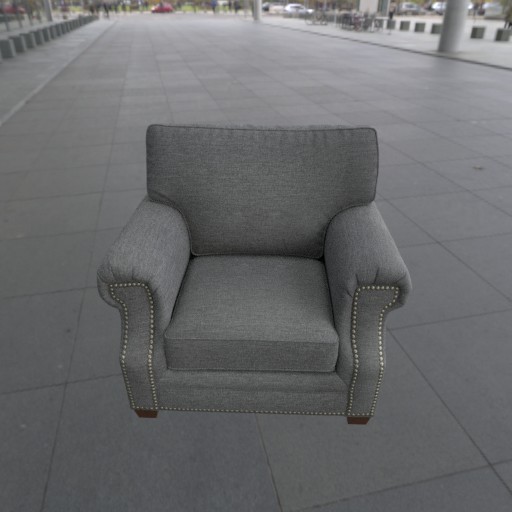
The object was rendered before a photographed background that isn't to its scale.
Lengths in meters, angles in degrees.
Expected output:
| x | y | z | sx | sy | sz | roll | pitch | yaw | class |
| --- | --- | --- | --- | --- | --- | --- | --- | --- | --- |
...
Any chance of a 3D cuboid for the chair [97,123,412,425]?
| x | y | z | sx | sy | sz | roll | pitch | yaw | class |
| --- | --- | --- | --- | --- | --- | --- | --- | --- | --- |
| 0.000 | 0.000 | 1.853 | 1.092 | 0.961 | 0.965 | 1 | 30 | 2 | chair |
